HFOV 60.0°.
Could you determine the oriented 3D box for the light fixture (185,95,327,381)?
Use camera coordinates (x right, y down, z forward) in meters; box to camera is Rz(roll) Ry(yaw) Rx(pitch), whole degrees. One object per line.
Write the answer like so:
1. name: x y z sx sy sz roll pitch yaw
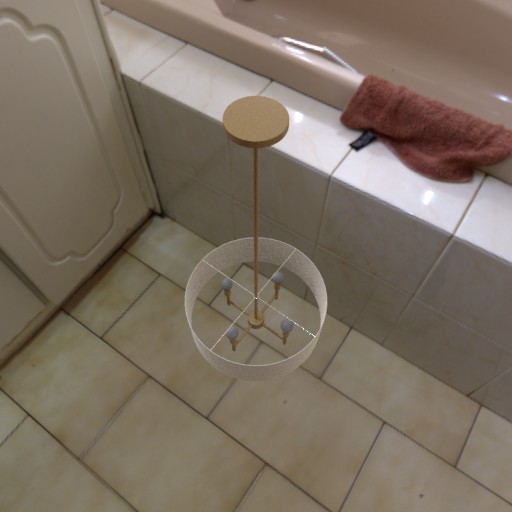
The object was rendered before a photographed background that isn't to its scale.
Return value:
1. light fixture: 0.000 0.000 1.351 0.508 1.067 0.508 0 58 0
